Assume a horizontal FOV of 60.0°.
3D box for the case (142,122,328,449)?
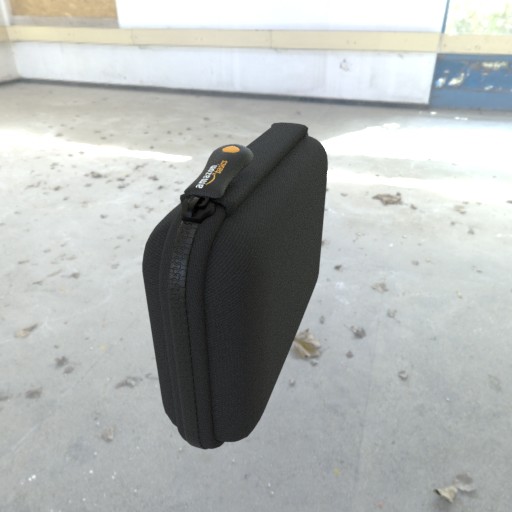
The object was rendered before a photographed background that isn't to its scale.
[{"bbox_3d":[0.000,0.000,0.185,0.038,0.105,0.132,10,32,16],"label":"case"}]
